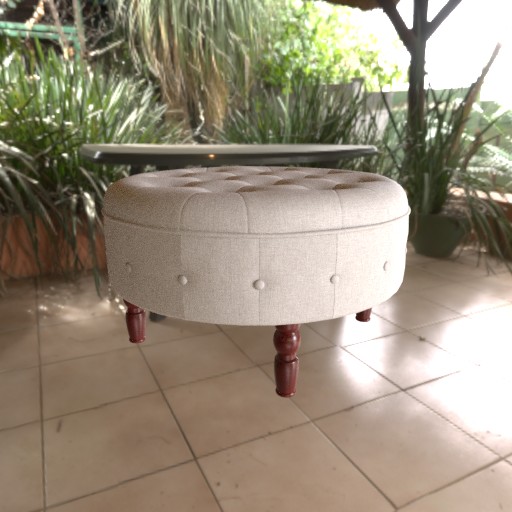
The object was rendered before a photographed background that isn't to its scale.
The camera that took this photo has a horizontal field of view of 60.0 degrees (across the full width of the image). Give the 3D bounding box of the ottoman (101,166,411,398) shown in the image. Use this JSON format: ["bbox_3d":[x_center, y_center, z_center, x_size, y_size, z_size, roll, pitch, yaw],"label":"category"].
[{"bbox_3d":[0.000,0.000,1.328,0.849,0.478,0.849,0,16,0],"label":"ottoman"}]
